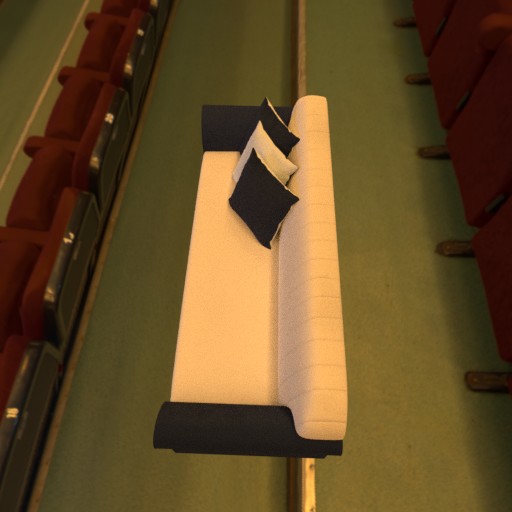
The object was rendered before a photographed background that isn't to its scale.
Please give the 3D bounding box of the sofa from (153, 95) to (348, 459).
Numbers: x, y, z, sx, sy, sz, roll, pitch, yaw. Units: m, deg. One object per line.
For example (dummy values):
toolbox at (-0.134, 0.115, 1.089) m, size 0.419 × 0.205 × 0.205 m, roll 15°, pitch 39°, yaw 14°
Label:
sofa at (0.000, 0.000, 2.403) m, size 0.749 × 0.789 × 2.006 m, roll 2°, pitch 58°, yaw 1°
